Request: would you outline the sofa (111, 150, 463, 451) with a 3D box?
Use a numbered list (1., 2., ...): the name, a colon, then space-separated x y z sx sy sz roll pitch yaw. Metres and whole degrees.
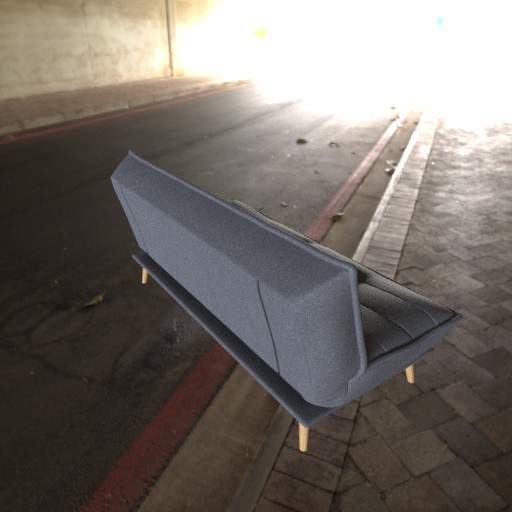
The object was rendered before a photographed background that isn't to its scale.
1. sofa: 0.000 0.000 2.442 0.950 0.890 1.940 -17 31 -31
